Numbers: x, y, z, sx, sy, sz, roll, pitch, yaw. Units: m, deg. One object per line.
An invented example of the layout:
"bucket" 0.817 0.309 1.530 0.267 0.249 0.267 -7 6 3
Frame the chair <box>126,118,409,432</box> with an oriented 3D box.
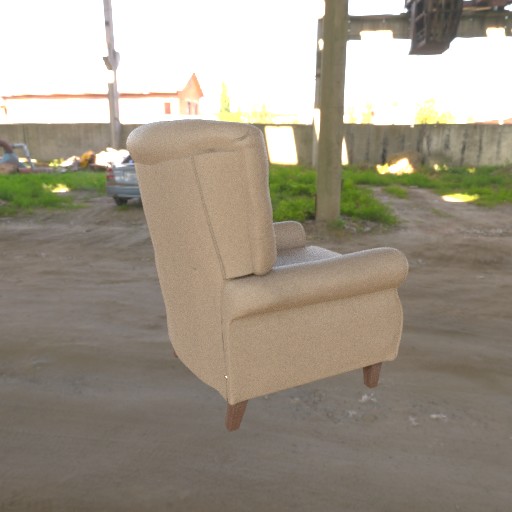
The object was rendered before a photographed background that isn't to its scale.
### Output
"chair" 0.000 0.000 1.975 1.041 1.138 0.999 -7 15 -26
